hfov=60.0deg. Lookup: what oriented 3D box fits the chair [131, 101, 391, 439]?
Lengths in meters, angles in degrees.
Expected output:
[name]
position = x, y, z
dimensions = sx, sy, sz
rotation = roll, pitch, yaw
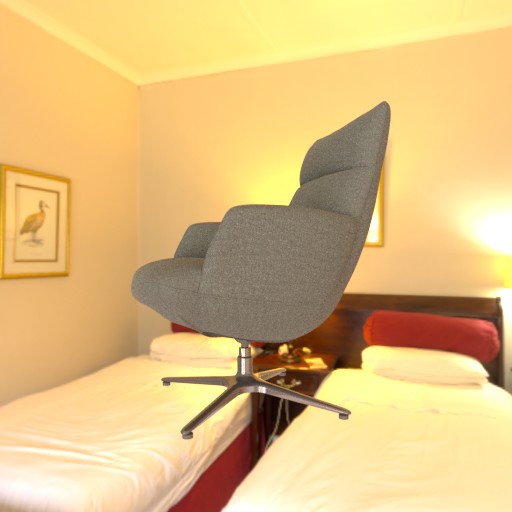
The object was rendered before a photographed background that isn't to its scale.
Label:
[chair]
position = 0.000, 0.000, 1.533
dimensions = 0.831, 0.984, 0.702
rotation = 0, 0, -18
